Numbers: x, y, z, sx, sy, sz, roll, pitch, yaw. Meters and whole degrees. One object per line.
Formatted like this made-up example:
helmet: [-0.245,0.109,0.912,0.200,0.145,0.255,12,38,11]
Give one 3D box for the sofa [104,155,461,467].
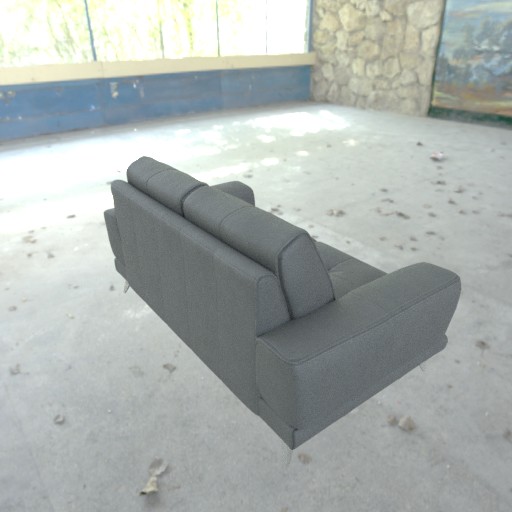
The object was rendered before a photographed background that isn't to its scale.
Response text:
sofa: [0.000,0.000,2.362,1.018,0.907,1.806,-19,33,-32]
